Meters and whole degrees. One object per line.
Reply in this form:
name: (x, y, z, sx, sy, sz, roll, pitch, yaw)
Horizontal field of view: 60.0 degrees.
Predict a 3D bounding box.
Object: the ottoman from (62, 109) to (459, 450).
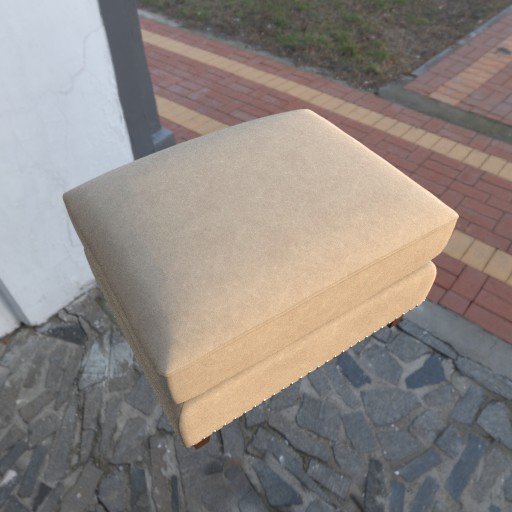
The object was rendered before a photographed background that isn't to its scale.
ottoman: (0.000, 0.000, 1.144, 0.741, 0.513, 0.584, -25, 52, -22)
